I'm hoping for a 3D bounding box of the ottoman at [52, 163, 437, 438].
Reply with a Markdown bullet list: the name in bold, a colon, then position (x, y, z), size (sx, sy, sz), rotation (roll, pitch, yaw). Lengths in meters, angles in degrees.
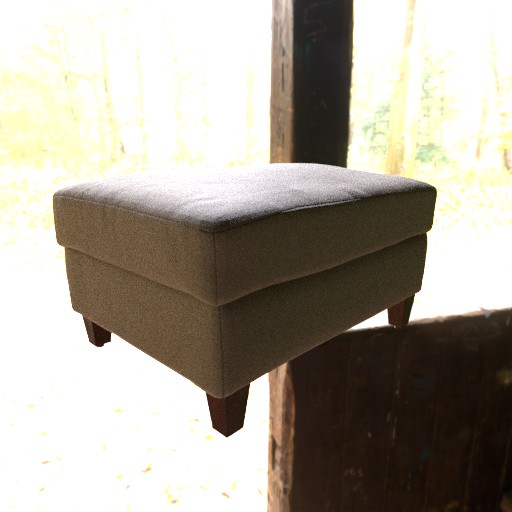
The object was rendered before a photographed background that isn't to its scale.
- **ottoman**: position (0.000, 0.000, 1.292), size (0.692, 0.511, 0.902), rotation (14, 21, 42)
